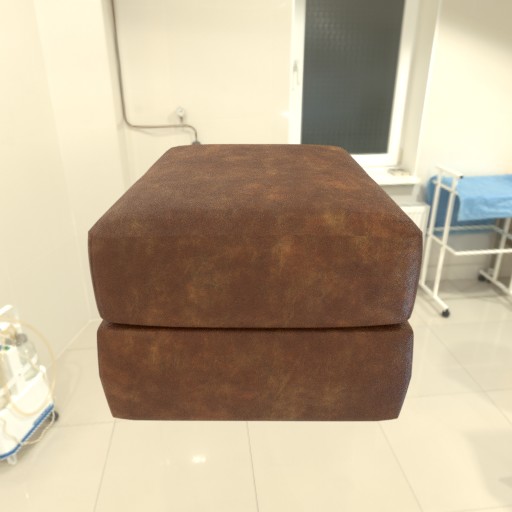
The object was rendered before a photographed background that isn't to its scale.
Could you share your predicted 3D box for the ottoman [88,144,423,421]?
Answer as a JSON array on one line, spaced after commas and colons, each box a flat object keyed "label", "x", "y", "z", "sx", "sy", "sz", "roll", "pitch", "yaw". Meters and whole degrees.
[{"label": "ottoman", "x": 0.000, "y": 0.000, "z": 1.135, "sx": 0.603, "sy": 0.476, "sz": 0.751, "roll": 0, "pitch": 24, "yaw": 0}]
